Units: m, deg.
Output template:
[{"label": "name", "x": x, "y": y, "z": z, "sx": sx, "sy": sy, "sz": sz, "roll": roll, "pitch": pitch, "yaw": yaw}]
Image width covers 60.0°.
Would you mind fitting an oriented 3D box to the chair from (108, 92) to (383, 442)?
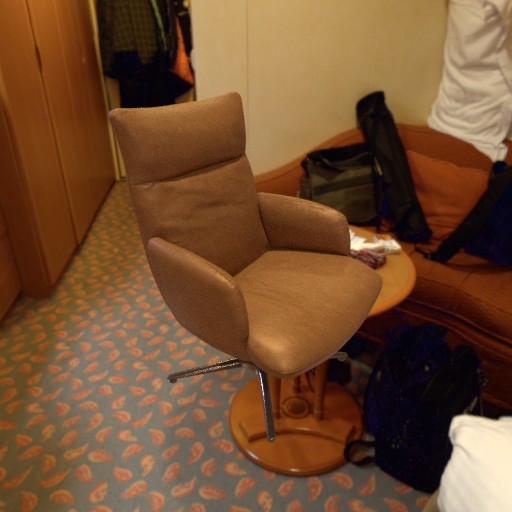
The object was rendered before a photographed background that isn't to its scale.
[{"label": "chair", "x": 0.000, "y": 0.000, "z": 1.598, "sx": 0.794, "sy": 1.027, "sz": 0.711, "roll": 18, "pitch": 32, "yaw": 32}]
